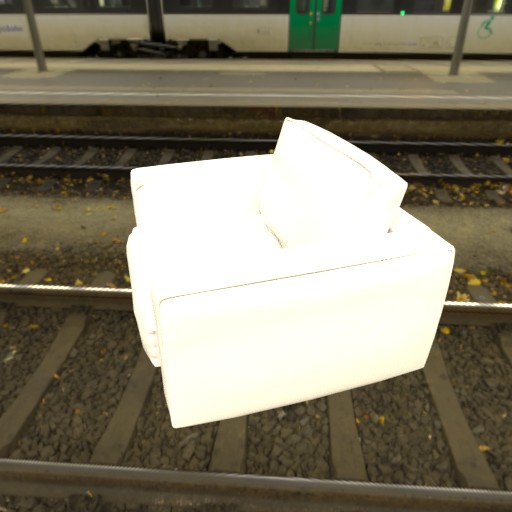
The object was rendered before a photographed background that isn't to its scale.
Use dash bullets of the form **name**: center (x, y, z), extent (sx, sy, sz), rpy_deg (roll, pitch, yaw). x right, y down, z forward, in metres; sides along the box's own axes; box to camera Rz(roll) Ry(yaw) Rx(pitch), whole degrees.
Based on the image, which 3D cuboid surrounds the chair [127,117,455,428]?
- **chair**: center (0.000, 0.000, 1.510), extent (0.843, 0.773, 0.928), rpy_deg (-9, 31, -15)
